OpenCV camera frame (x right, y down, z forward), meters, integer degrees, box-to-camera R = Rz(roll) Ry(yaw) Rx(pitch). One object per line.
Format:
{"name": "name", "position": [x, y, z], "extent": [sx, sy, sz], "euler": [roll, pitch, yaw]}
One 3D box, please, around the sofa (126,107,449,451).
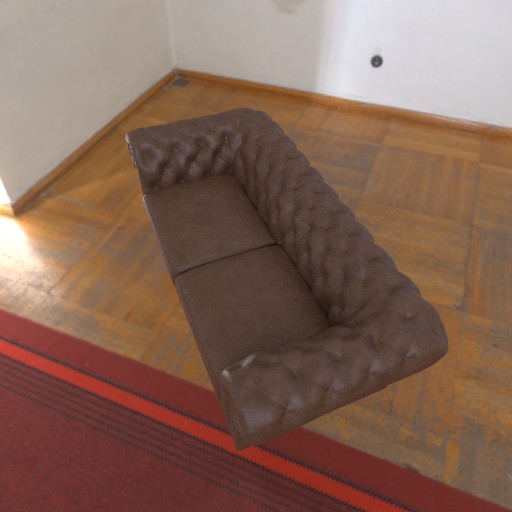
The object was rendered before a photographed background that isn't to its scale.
{"name": "sofa", "position": [0.000, 0.000, 2.473], "extent": [0.955, 0.784, 2.048], "euler": [-17, 50, -15]}
